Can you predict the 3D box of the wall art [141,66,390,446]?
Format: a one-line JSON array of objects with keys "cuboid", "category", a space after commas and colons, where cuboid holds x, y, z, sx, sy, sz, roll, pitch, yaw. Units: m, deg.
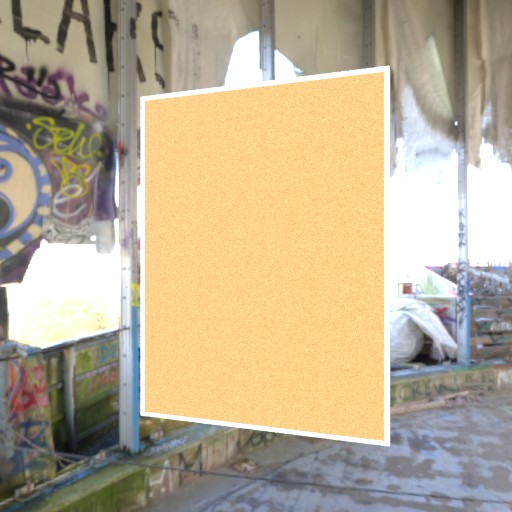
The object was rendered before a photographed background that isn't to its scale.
[{"cuboid": [0.000, 0.000, 1.579, 0.914, 1.221, 0.046, 0, 0, 18], "category": "wall art"}]
